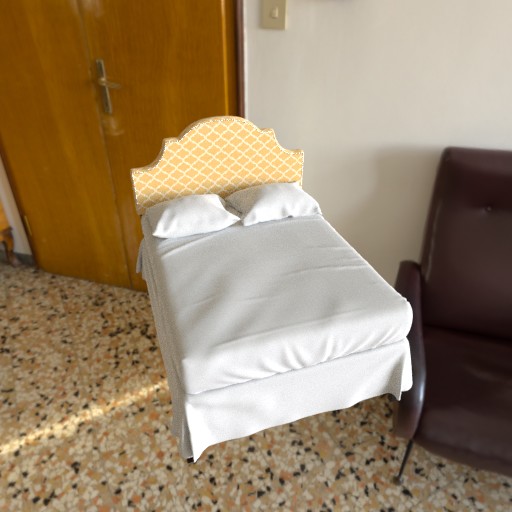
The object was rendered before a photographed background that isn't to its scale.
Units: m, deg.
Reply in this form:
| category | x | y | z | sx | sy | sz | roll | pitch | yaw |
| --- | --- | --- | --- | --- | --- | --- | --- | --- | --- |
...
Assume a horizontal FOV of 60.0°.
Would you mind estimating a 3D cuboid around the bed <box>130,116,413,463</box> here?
| category | x | y | z | sx | sy | sz | roll | pitch | yaw |
| --- | --- | --- | --- | --- | --- | --- | --- | --- | --- |
| bed | 0.000 | 0.000 | 3.412 | 1.780 | 1.633 | 2.222 | -10 | 34 | -16 |
